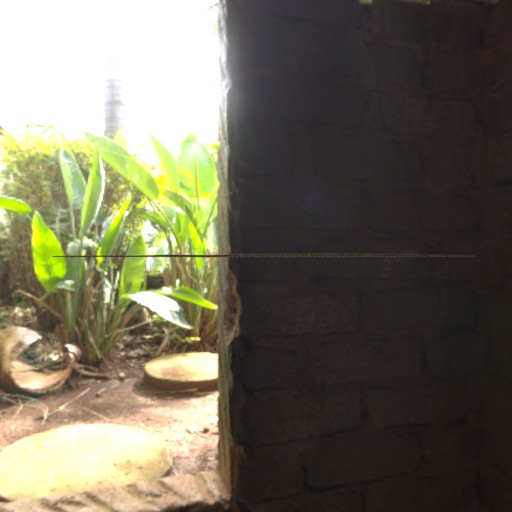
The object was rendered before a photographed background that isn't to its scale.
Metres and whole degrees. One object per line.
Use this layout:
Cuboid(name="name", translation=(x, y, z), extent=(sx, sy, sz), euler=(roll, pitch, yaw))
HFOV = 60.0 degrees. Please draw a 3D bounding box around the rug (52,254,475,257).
Cuboid(name="rug", translation=(0.000, 0.000, 2.165), extent=(1.745, 0.010, 1.146), euler=(0, 0, 37))
